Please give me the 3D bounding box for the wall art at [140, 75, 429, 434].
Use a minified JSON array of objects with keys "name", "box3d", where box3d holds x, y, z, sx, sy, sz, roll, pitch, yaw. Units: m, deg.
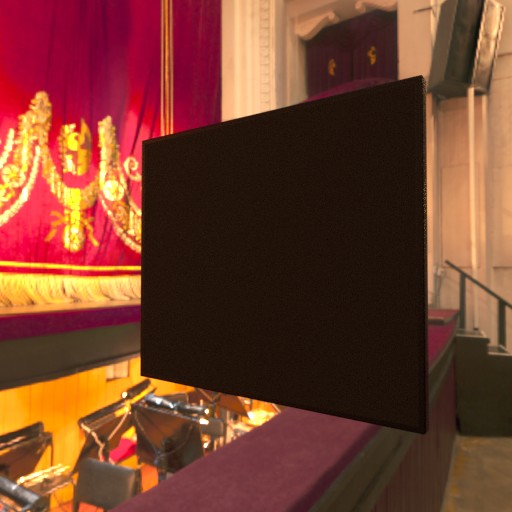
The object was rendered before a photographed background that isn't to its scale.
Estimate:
[{"name":"wall art","box3d":[0.000,0.000,0.708,0.521,0.450,0.018,-1,-2,34]}]
